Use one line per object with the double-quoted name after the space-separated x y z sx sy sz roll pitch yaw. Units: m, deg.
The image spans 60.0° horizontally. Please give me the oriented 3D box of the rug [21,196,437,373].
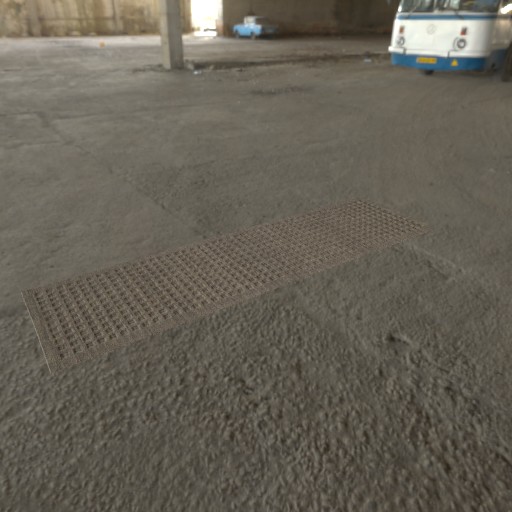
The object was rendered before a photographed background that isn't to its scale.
0.000 0.000 2.621 2.443 0.009 0.706 -18 33 -29 "rug"
